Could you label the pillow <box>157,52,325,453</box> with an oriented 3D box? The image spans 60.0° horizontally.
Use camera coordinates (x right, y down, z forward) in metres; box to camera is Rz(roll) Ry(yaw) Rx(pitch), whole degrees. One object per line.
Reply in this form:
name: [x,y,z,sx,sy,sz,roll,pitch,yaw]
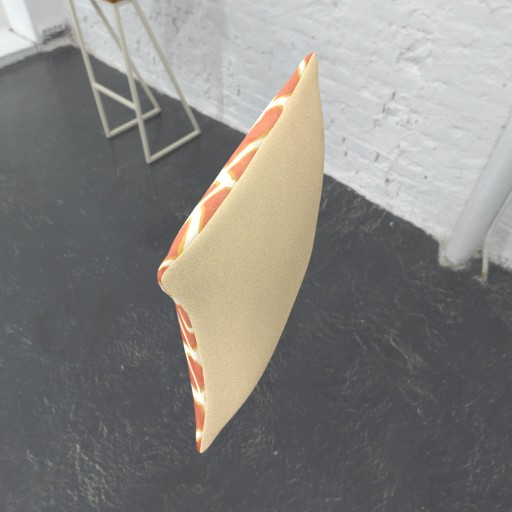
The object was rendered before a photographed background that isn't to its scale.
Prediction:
pillow: [0.000,0.000,0.792,0.166,0.508,0.552,16,49,14]
